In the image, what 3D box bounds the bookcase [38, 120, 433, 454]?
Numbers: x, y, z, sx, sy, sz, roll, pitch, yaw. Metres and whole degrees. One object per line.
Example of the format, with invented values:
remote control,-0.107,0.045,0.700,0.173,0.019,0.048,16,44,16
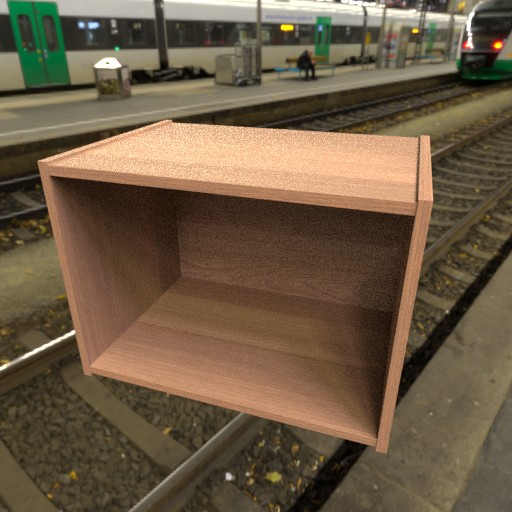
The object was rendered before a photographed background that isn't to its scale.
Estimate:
bookcase,0.000,0.000,0.623,0.415,0.305,0.290,9,28,17
